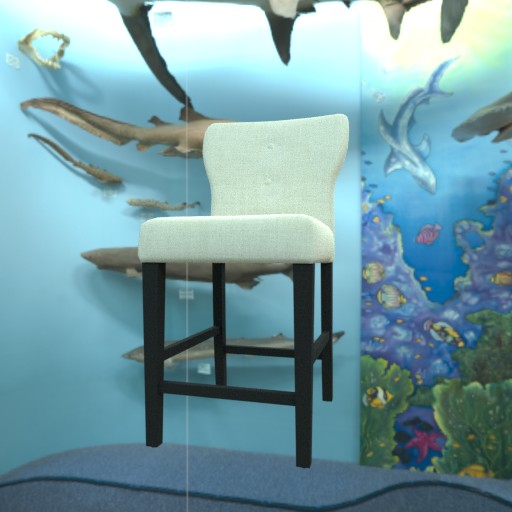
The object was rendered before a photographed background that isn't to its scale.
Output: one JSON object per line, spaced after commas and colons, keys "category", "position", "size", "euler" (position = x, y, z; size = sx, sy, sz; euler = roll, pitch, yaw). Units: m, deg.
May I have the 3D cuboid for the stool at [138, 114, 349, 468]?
{"category": "stool", "position": [0.000, 0.000, 1.333], "size": [0.514, 0.972, 0.603], "euler": [0, 0, 16]}
